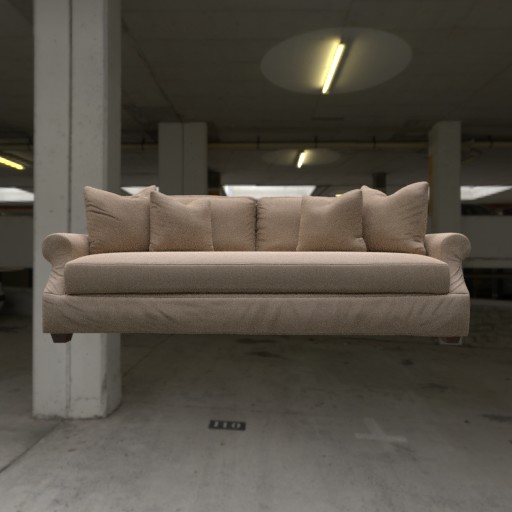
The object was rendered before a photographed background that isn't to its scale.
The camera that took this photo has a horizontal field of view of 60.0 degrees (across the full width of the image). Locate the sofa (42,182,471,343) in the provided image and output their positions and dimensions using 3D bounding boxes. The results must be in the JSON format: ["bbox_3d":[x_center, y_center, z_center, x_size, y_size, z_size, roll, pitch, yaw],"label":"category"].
[{"bbox_3d":[0.000,0.000,2.736,2.285,0.904,1.067,0,-1,0],"label":"sofa"}]
